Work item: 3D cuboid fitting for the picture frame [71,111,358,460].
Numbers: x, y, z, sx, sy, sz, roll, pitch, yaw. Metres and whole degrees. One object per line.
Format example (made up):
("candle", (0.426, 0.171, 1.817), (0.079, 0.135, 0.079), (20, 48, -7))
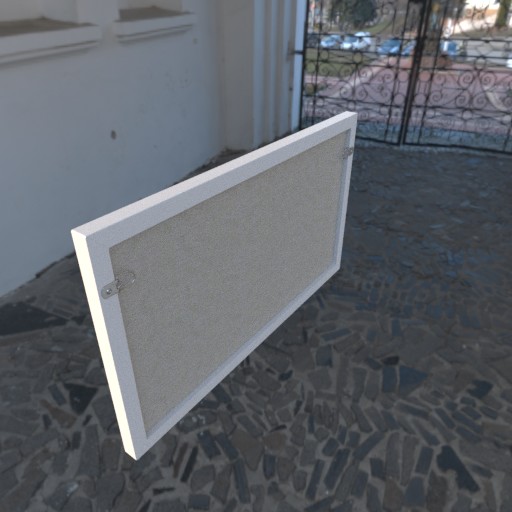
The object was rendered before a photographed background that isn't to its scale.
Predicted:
("picture frame", (0.000, 0.000, 0.788), (0.044, 0.379, 0.647), (21, 37, 30))
